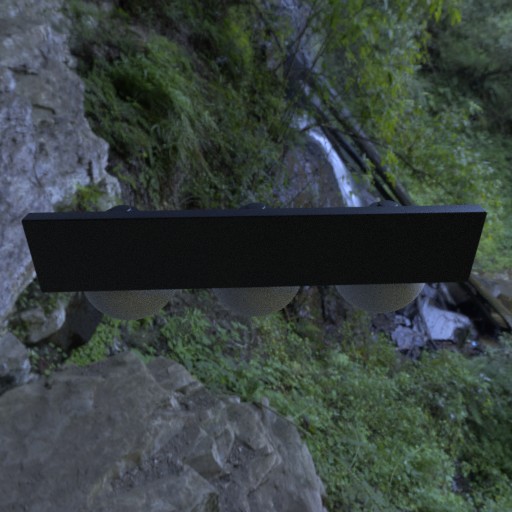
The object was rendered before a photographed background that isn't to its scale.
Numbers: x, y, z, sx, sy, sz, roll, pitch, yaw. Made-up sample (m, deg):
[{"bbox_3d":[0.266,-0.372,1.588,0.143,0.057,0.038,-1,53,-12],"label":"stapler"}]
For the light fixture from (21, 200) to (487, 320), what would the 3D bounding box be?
[{"bbox_3d":[0.000,0.000,0.841,0.721,0.263,0.218,-1,29,-2],"label":"light fixture"}]
